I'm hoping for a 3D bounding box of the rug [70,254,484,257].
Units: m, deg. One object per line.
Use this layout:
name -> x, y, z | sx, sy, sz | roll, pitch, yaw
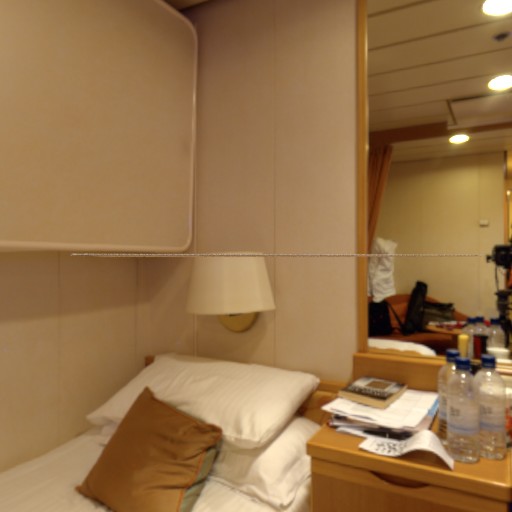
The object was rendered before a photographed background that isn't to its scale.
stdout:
rug -> 0.000, 0.000, 4.186 | 3.043, 0.013, 2.444 | 0, 0, -18
